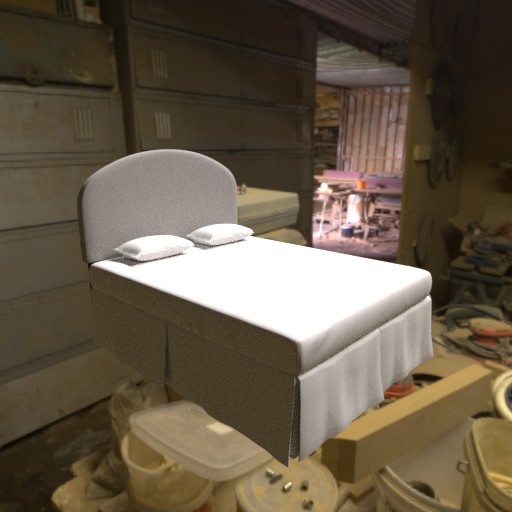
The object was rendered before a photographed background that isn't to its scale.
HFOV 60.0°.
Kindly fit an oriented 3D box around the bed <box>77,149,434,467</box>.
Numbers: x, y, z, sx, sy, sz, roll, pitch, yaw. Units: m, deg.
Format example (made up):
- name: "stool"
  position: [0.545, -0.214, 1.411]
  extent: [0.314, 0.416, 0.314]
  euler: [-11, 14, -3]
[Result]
- name: "bed"
  position: [0.000, 0.000, 3.055]
  extent: [2.005, 1.410, 1.607]
  euler: [13, 19, 41]
